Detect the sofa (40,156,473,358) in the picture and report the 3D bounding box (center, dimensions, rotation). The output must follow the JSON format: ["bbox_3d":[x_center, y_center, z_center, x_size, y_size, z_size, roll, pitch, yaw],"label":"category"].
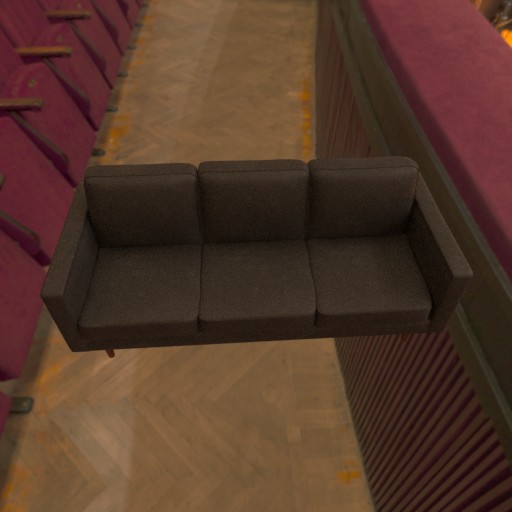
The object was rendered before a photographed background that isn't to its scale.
[{"bbox_3d":[0.000,0.000,2.491,2.029,0.899,0.879,-3,46,-2],"label":"sofa"}]
